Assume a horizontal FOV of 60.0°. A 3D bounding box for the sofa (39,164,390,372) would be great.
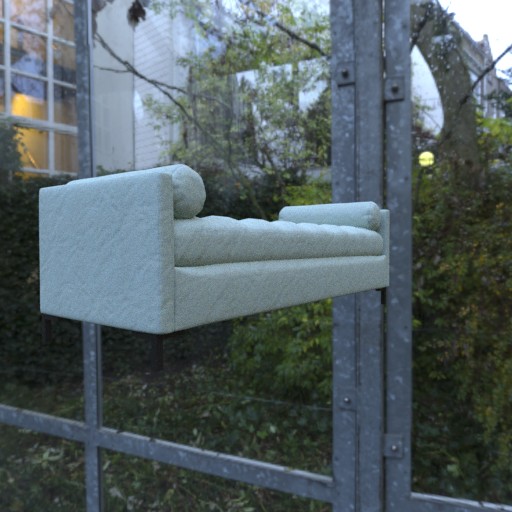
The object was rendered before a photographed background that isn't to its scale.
[{"bbox_3d":[0.000,0.000,2.486,0.796,0.705,2.102,1,2,37],"label":"sofa"}]
